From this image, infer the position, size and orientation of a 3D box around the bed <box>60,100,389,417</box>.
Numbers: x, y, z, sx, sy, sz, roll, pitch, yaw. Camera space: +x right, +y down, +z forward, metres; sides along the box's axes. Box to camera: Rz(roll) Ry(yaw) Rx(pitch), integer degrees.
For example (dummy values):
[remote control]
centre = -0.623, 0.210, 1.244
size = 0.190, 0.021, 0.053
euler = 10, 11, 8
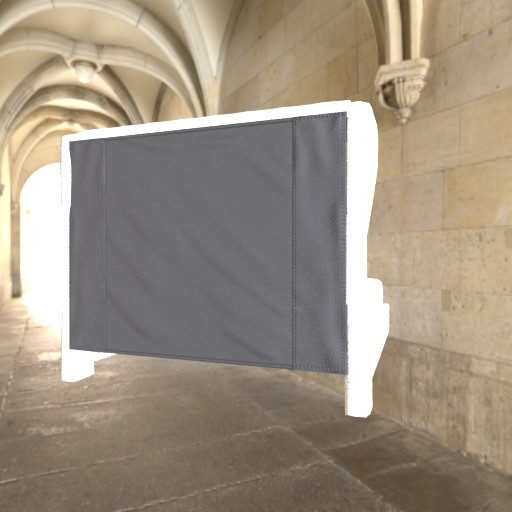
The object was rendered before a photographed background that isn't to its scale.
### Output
[bed]
centre = 0.000, 0.000, 3.895
size = 2.219, 1.771, 2.347
euler = 0, 0, 20
